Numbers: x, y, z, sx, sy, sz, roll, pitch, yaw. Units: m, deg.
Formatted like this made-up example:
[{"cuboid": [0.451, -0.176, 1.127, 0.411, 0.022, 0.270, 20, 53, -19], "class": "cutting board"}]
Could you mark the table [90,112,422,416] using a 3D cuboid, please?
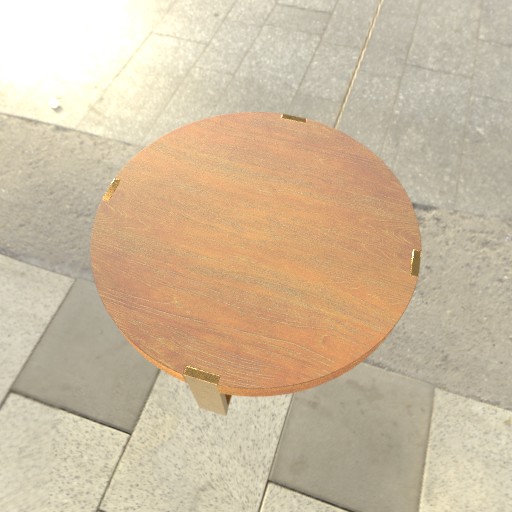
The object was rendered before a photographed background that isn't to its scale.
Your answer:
[{"cuboid": [0.000, 0.000, 1.684, 1.100, 0.420, 1.100, 0, 59, 0], "class": "table"}]
